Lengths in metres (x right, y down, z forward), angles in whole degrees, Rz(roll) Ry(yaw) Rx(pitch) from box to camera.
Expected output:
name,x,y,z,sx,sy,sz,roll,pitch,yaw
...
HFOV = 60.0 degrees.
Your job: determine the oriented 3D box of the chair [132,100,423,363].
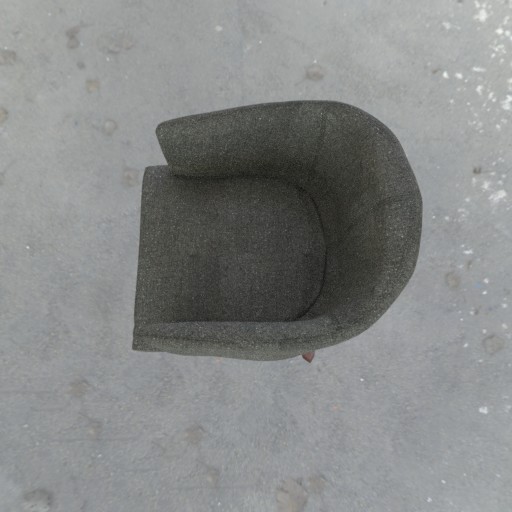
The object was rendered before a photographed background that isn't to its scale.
name,x,y,z,sx,sy,sz,roll,pitch,yaw
chair,0.000,0.000,1.246,0.655,0.811,0.583,0,74,0
